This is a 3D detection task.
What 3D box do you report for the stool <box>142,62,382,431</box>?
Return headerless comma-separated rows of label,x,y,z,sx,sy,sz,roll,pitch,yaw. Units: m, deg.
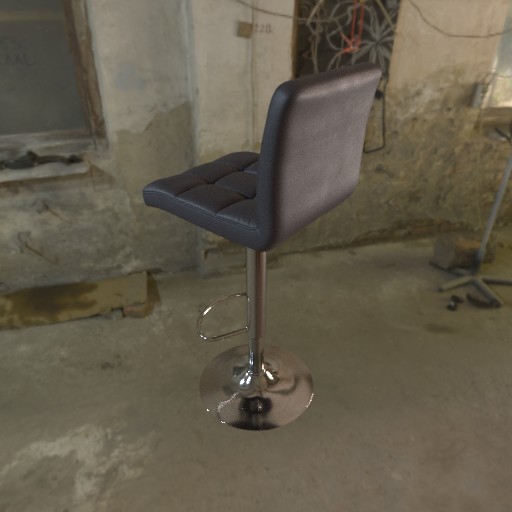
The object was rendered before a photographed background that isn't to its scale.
stool,0.000,0.000,1.372,0.505,1.115,0.430,22,37,32
